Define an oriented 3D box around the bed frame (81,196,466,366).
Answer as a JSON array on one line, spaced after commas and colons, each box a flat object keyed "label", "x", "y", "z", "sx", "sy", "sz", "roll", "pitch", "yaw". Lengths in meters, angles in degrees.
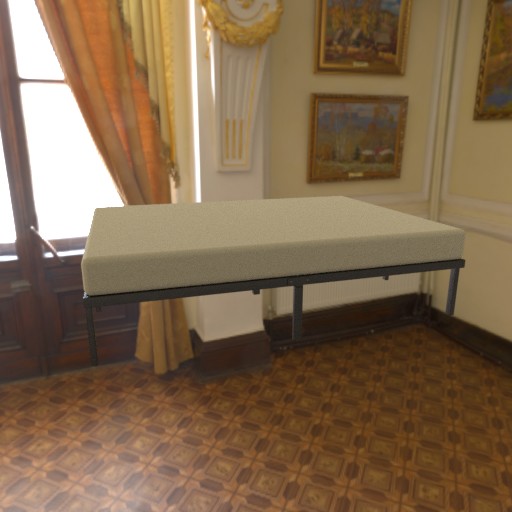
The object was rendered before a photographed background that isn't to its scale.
[{"label": "bed frame", "x": 0.000, "y": 0.000, "z": 3.768, "sx": 2.842, "sy": 0.680, "sz": 2.205, "roll": -3, "pitch": 16, "yaw": -10}]
